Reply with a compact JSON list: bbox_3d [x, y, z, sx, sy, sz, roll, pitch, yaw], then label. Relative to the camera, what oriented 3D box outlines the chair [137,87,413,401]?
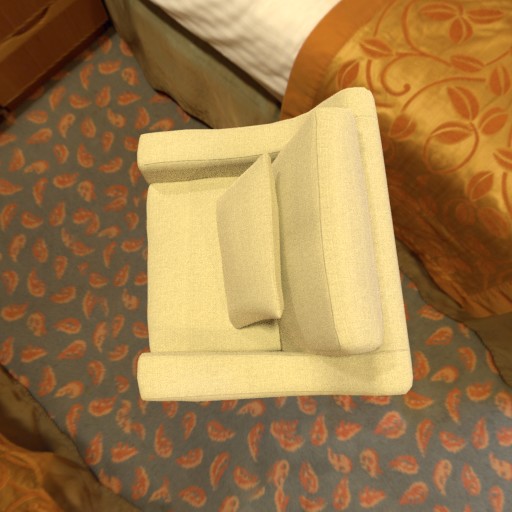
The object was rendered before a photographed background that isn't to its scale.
[{"bbox_3d":[0.000,0.000,1.945,1.009,1.016,1.178,-4,77,-1],"label":"chair"}]
